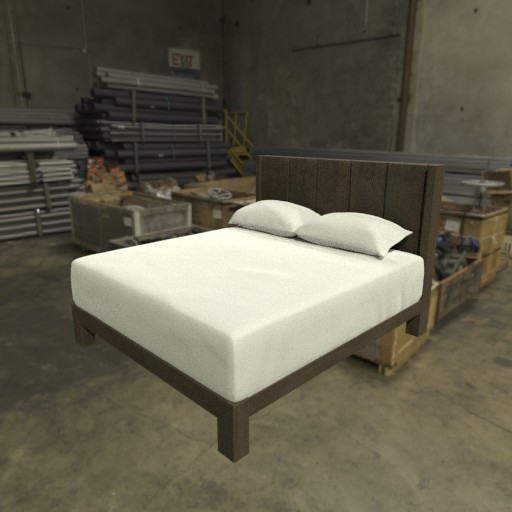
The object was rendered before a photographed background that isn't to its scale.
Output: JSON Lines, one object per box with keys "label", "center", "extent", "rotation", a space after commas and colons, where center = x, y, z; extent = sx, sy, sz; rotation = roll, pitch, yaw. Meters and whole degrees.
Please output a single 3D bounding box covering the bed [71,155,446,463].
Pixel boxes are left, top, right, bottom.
{"label": "bed", "center": [0.000, 0.000, 3.146], "extent": [1.992, 1.261, 1.735], "rotation": [-15, 22, -43]}
